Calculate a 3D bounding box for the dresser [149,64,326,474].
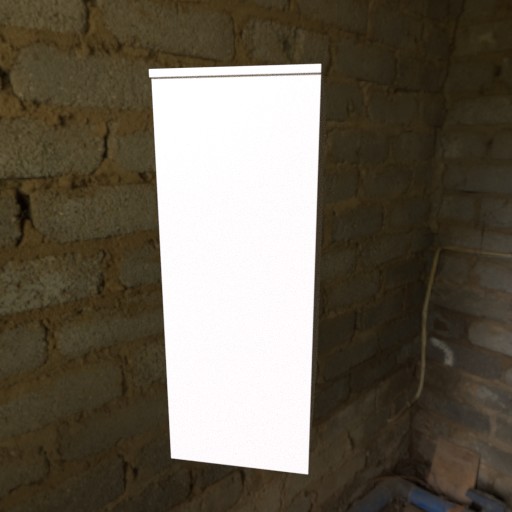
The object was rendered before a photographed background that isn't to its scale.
[{"bbox_3d":[0.000,0.000,1.428,0.401,1.021,0.704,2,14,9],"label":"dresser"}]
